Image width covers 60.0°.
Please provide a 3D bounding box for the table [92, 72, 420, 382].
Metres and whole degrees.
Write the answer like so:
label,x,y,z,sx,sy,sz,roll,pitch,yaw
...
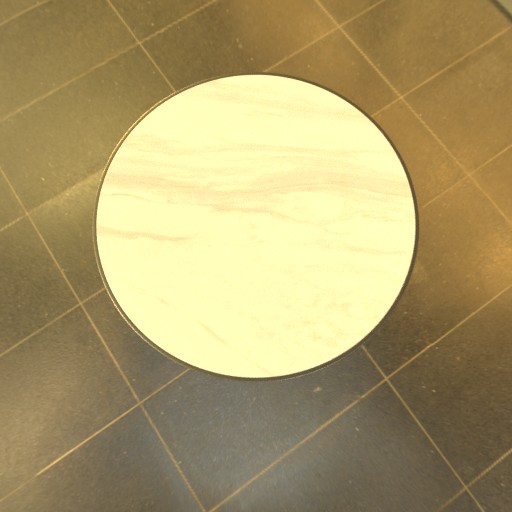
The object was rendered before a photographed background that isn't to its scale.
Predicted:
label,x,y,z,sx,sy,sz,roll,pitch,yaw
table,0.000,0.000,0.836,0.445,0.479,0.445,0,76,0
